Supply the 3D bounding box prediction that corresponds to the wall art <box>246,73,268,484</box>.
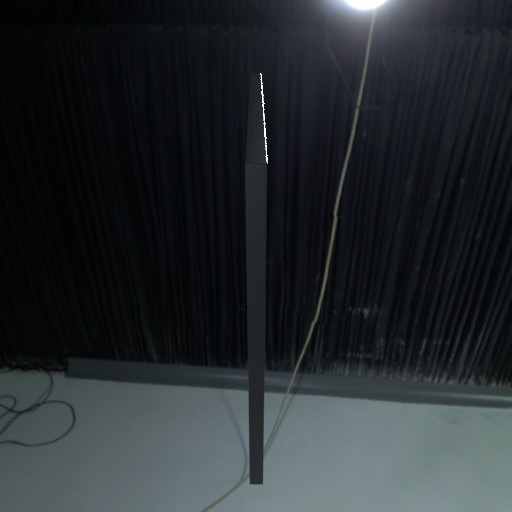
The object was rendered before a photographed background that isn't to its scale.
[{"bbox_3d":[0.000,0.000,1.161,0.031,0.775,0.773,0,31,0],"label":"wall art"}]
